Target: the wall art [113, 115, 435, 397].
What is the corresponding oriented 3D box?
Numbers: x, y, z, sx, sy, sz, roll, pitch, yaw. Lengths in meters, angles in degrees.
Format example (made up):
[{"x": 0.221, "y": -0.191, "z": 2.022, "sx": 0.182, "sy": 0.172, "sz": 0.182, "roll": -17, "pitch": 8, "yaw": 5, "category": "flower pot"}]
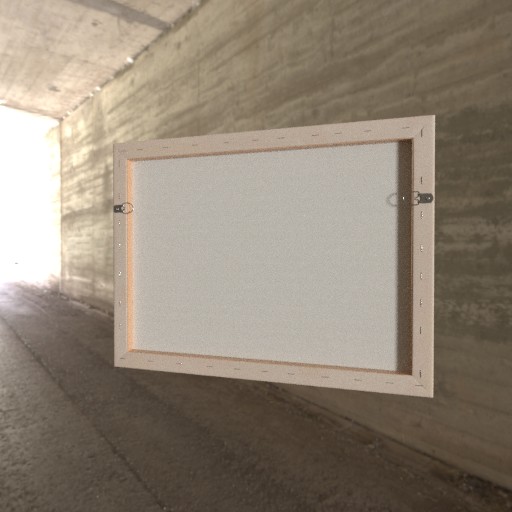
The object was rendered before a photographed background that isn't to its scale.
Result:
[{"x": 0.000, "y": 0.000, "z": 1.634, "sx": 1.219, "sy": 0.912, "sz": 0.042, "roll": 0, "pitch": 1, "yaw": 18, "category": "wall art"}]
